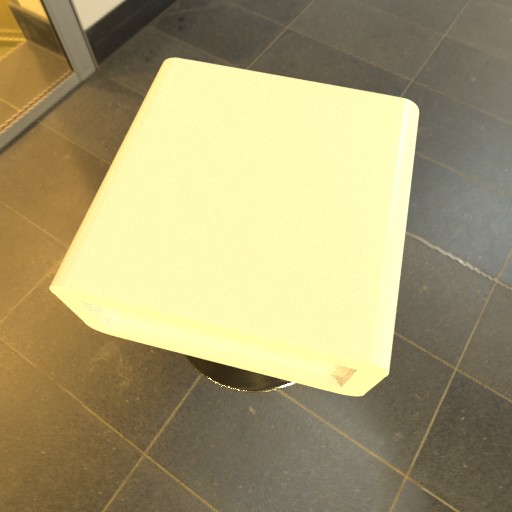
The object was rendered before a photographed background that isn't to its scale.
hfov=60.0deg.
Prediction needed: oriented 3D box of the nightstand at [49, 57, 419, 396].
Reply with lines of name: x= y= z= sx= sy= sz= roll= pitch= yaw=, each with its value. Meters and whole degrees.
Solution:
nightstand: x=0.000 y=0.000 z=0.765 sx=0.399 sy=0.447 sz=0.404 roll=13 pitch=64 yaw=6
